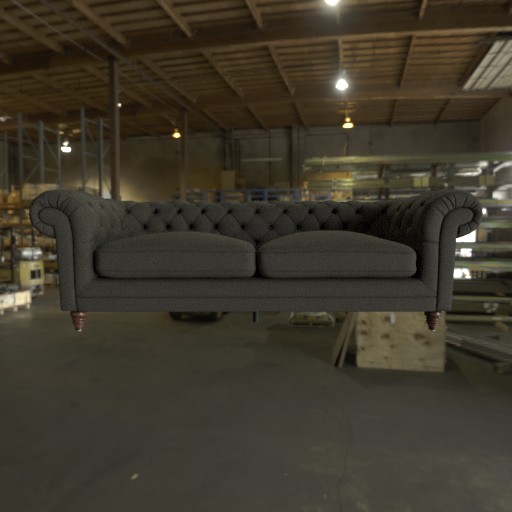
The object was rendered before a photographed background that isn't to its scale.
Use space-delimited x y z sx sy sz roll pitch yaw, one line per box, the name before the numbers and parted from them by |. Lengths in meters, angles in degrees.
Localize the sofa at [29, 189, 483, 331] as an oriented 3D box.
sofa | 0.000 0.000 2.750 2.362 0.762 0.991 0 2 0
